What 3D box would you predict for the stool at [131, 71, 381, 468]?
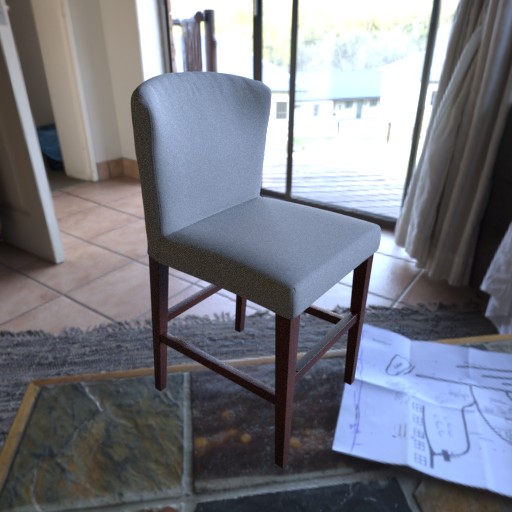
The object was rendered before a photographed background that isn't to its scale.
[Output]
[{"bbox_3d":[0.000,0.000,1.287,0.568,0.968,0.479,19,32,33],"label":"stool"}]
